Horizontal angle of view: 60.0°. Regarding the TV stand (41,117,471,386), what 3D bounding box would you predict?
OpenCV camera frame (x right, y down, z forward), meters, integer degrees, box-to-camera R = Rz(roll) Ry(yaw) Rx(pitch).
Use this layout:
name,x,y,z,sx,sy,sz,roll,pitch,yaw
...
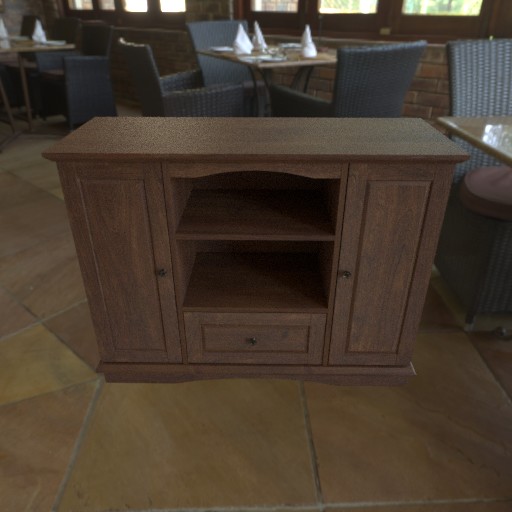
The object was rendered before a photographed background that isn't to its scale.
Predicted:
name,x,y,z,sx,sy,sz,roll,pitch,yaw
TV stand,0.000,0.000,1.476,1.067,0.813,0.406,0,30,1
